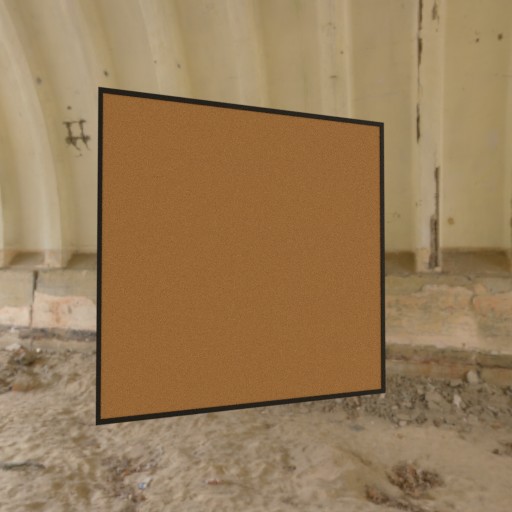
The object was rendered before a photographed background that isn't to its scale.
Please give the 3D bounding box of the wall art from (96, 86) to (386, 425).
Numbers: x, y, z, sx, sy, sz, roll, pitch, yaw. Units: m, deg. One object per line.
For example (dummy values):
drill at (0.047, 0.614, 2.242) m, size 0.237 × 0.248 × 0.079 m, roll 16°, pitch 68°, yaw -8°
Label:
wall art at (0.000, 0.000, 0.983) m, size 0.664 × 0.663 × 0.015 m, roll 0°, pitch -1°, yaw -19°
